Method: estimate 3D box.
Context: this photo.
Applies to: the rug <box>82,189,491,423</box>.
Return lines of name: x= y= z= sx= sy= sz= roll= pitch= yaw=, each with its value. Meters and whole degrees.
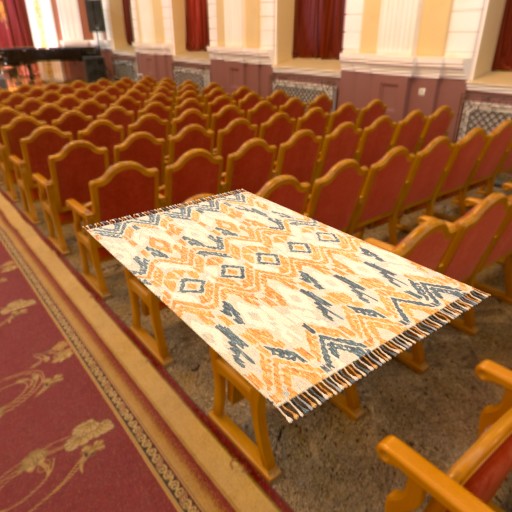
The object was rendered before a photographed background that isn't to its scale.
rug: x=0.000 y=0.000 z=2.968 sx=1.533 sy=0.010 sz=2.428 roll=-19 pitch=32 yaw=-33
